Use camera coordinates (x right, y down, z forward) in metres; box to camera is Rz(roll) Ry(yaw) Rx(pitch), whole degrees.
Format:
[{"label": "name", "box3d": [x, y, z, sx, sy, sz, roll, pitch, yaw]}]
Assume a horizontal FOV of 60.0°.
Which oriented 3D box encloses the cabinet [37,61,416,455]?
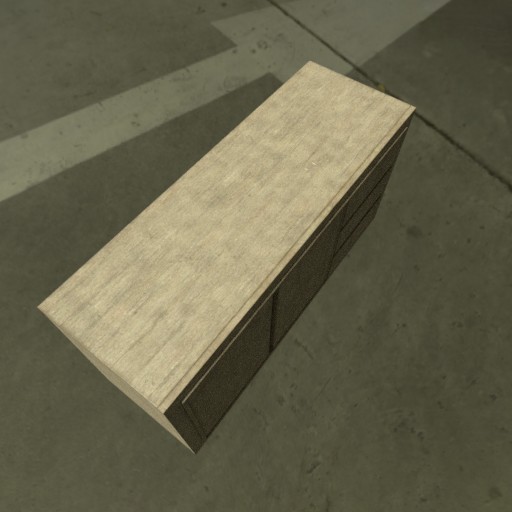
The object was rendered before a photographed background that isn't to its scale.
[{"label": "cabinet", "box3d": [0.000, 0.000, 1.876, 0.511, 0.825, 1.460, 32, 64, 18]}]
